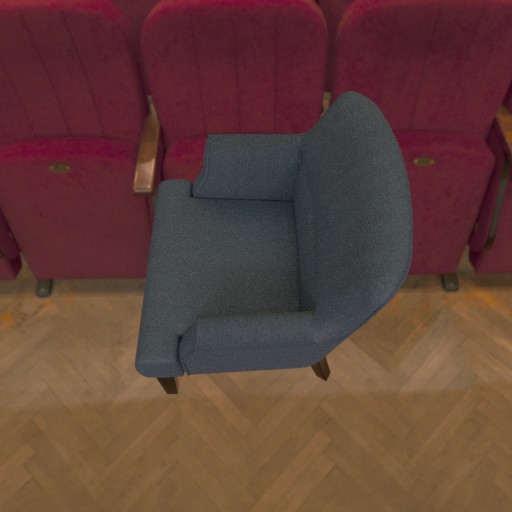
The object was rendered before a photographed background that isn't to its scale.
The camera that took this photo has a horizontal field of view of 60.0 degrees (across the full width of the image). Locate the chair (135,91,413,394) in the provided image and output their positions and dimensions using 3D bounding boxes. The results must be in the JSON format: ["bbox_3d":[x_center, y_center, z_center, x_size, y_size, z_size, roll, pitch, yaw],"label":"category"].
[{"bbox_3d":[0.000,0.000,1.470,0.754,0.878,0.770,0,59,0],"label":"chair"}]
